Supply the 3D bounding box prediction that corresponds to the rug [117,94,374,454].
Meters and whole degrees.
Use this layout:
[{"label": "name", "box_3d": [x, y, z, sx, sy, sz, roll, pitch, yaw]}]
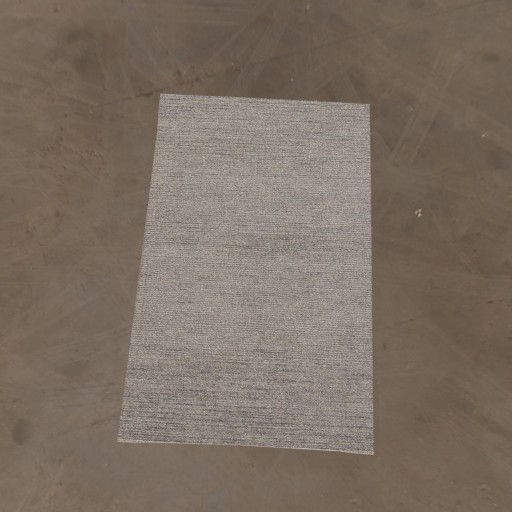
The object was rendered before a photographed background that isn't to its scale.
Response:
[{"label": "rug", "box_3d": [0.000, 0.000, 2.223, 1.162, 0.022, 1.804, 3, 75, 1]}]
